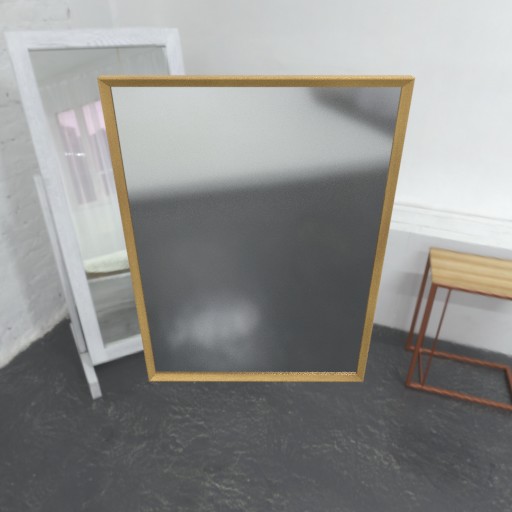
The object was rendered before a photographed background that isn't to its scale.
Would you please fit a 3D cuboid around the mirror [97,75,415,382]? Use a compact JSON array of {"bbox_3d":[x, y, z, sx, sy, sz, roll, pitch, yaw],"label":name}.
[{"bbox_3d":[0.000,0.000,1.336,0.762,1.016,0.041,0,31,0],"label":"mirror"}]
